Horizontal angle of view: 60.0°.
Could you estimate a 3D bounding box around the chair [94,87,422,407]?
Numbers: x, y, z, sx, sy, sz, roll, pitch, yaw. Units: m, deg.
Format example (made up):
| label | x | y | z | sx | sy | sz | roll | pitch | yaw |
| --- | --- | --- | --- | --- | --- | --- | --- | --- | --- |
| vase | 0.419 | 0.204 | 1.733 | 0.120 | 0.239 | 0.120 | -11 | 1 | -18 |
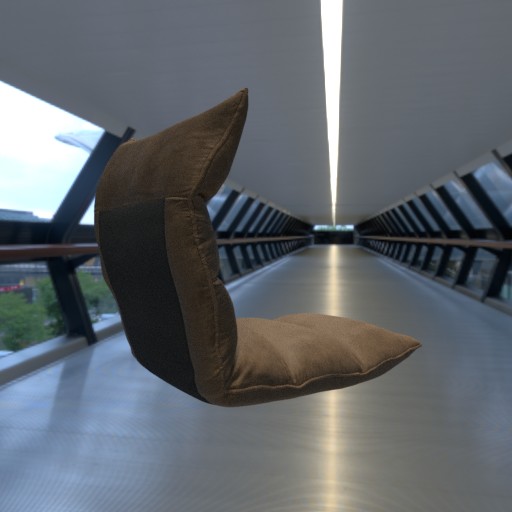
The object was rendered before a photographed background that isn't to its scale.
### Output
| label | x | y | z | sx | sy | sz | roll | pitch | yaw |
| --- | --- | --- | --- | --- | --- | --- | --- | --- | --- |
| chair | 0.000 | 0.000 | 1.604 | 0.985 | 0.892 | 0.714 | -1 | 2 | -36 |
